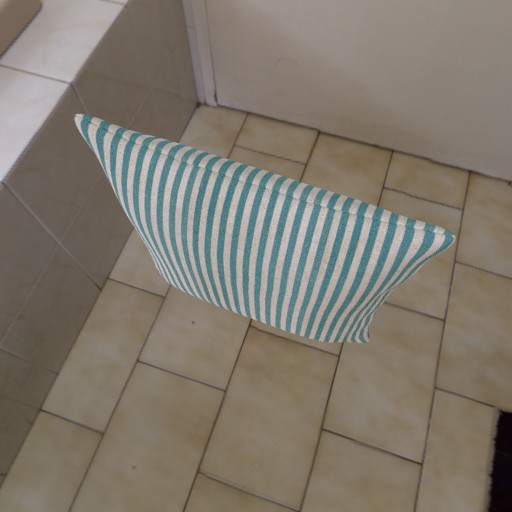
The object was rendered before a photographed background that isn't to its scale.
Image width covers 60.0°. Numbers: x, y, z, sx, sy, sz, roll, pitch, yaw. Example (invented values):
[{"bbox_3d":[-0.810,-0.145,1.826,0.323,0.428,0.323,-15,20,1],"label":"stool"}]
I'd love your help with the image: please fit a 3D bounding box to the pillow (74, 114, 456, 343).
[{"bbox_3d":[0.000,0.000,0.788,0.523,0.510,0.166,19,66,9],"label":"pillow"}]
